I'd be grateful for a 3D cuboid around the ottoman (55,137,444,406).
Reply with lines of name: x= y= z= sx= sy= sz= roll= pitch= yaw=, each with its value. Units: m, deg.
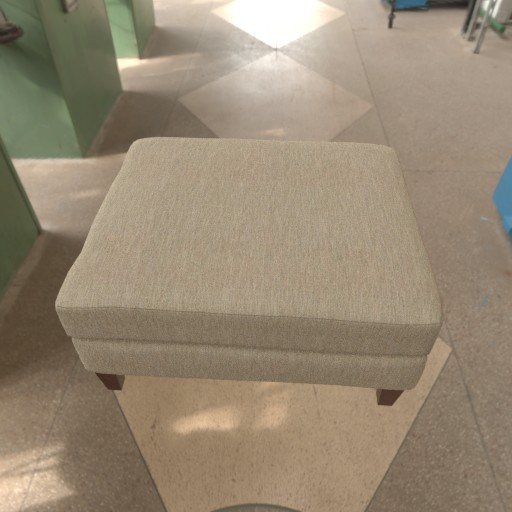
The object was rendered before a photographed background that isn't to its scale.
ottoman: x=0.000 y=0.000 z=1.486 sx=0.976 sy=0.492 sz=0.836 roll=2 pitch=45 yaw=2
